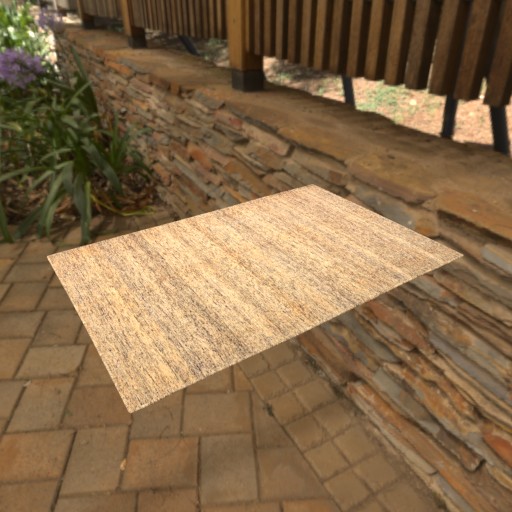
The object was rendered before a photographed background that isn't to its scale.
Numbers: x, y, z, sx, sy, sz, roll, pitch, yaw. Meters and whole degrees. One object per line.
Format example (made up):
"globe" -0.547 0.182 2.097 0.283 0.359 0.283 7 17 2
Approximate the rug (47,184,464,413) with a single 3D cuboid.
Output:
"rug" 0.000 0.000 2.355 1.846 0.014 1.243 -19 35 -29
